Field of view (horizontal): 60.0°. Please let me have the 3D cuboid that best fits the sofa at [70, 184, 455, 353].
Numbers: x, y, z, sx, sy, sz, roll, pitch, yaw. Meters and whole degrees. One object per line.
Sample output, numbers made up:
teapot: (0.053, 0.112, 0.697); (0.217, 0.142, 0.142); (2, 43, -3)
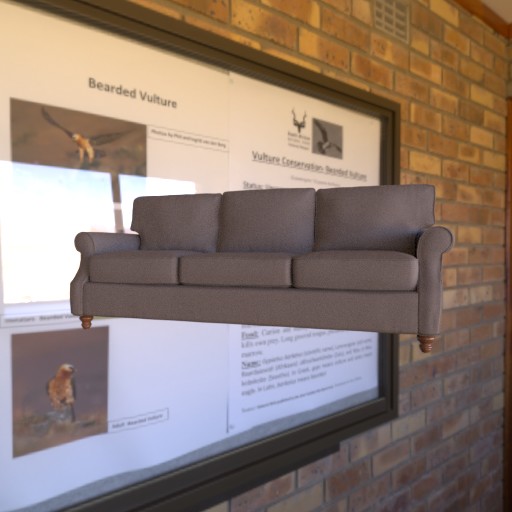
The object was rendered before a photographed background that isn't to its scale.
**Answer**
sofa: (0.000, 0.000, 2.913); (2.353, 0.948, 0.966); (0, 1, 19)
